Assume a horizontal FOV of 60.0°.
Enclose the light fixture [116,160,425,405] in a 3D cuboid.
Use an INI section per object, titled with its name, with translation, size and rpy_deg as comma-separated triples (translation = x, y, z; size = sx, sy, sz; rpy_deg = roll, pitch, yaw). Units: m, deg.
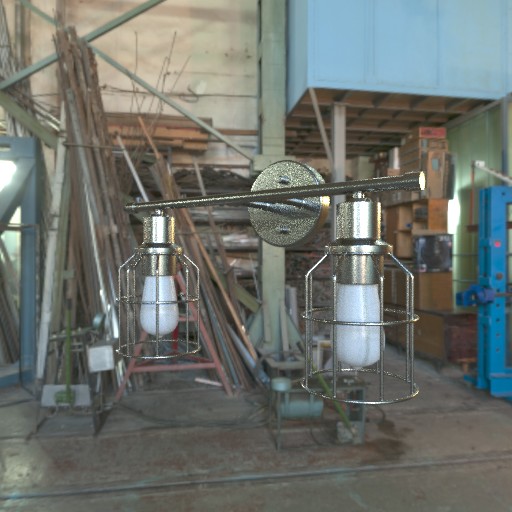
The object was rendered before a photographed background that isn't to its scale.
[light fixture]
translation = 0.000, 0.000, 0.539
size = 0.406, 0.254, 0.165
rpy_deg = 0, 0, 36
